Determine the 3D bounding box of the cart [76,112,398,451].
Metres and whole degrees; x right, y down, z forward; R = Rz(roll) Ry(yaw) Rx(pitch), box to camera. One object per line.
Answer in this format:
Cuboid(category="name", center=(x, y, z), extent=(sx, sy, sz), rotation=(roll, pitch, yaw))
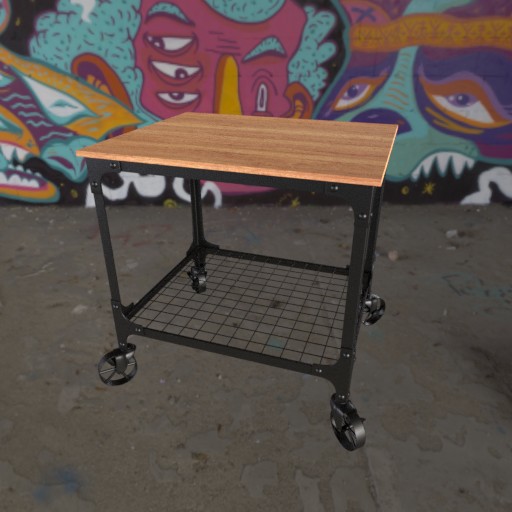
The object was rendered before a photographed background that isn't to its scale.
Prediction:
Cuboid(category="cart", center=(0.000, 0.000, 1.130), extent=(0.666, 0.603, 0.558), rotation=(9, 28, 17))
